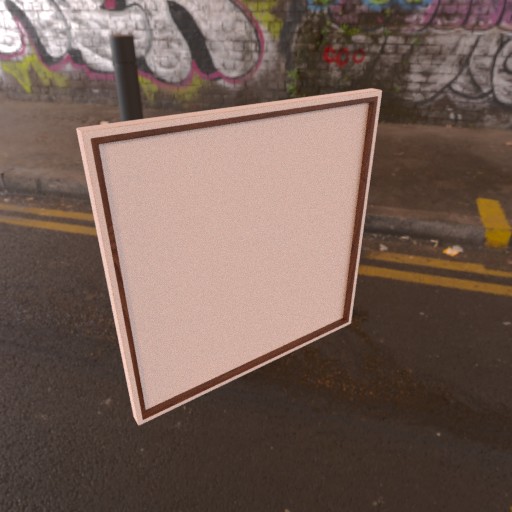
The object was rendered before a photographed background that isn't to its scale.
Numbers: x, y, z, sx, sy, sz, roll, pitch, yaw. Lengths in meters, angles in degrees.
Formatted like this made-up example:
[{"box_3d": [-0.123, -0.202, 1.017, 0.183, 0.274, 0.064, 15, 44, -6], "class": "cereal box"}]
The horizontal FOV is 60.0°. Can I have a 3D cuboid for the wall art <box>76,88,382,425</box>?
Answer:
[{"box_3d": [0.000, 0.000, 1.541, 1.009, 1.009, 0.049, -18, 35, -29], "class": "wall art"}]
